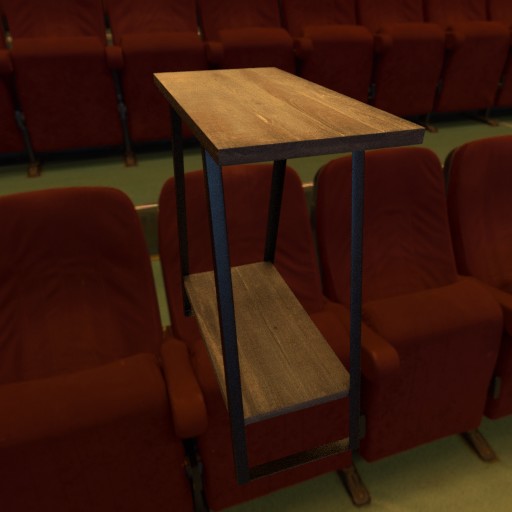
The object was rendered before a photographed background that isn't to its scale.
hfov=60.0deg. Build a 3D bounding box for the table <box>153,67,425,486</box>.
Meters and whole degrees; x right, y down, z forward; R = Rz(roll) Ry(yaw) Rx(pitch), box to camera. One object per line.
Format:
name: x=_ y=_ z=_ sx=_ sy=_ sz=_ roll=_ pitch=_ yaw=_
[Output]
table: x=0.000 y=0.000 z=1.001 sx=0.300 sy=0.701 sz=0.599 roll=-10 pitch=32 yaw=-16
